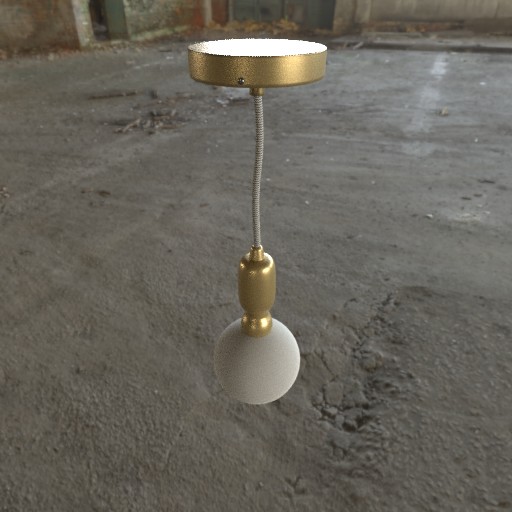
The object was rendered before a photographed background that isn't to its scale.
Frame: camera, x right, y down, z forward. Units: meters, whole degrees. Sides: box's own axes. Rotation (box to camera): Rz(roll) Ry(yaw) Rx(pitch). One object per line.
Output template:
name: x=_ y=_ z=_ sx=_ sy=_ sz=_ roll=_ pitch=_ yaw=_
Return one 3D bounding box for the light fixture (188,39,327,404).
light fixture: x=0.000 y=0.000 z=0.593 sx=0.146 sy=0.510 sz=0.147 roll=12 pitch=33 yaw=19
